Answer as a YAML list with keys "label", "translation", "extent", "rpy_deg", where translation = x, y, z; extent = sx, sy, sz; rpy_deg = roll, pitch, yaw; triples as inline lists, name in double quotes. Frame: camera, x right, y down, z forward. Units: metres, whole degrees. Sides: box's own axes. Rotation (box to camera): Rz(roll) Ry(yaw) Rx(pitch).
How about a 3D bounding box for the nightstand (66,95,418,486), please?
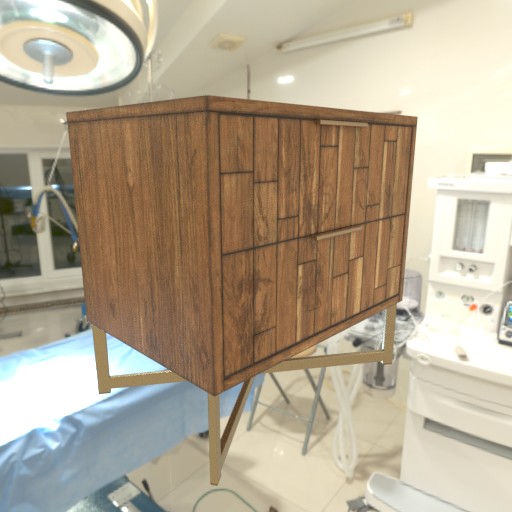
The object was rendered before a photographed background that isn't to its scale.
- label: "nightstand"
  translation: [0.000, 0.000, 1.000]
  extent: [0.446, 0.610, 0.610]
  rpy_deg: [13, 19, 43]
